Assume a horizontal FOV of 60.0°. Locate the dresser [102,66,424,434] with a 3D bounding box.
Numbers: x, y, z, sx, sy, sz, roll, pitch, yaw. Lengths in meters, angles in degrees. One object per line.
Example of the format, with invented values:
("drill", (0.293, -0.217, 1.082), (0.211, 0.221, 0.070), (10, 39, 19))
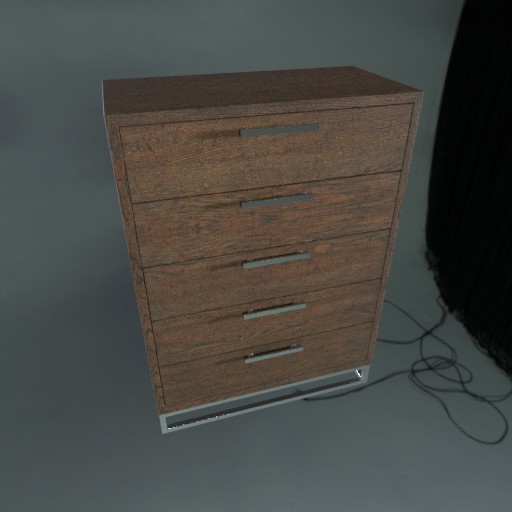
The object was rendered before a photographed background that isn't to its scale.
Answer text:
("dresser", (0.000, 0.000, 1.808), (0.965, 1.321, 0.508), (-9, 34, -14))
